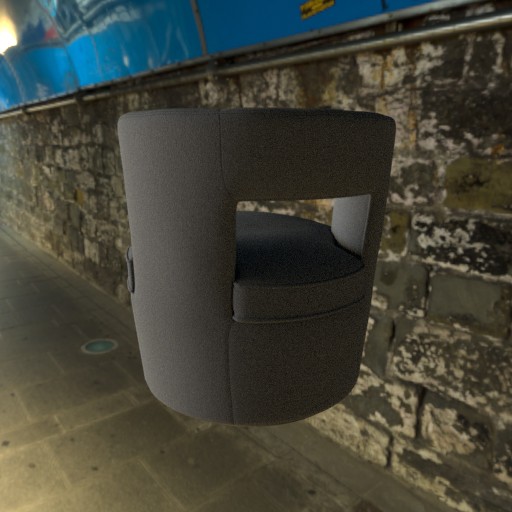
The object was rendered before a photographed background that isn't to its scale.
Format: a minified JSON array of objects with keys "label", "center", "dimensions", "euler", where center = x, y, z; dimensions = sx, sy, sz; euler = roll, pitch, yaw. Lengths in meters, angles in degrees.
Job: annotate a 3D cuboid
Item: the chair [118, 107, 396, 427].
[{"label":"chair","center":[0.000,0.000,1.204],"dimensions":[0.689,0.719,0.660],"euler":[-7,15,-25]}]
